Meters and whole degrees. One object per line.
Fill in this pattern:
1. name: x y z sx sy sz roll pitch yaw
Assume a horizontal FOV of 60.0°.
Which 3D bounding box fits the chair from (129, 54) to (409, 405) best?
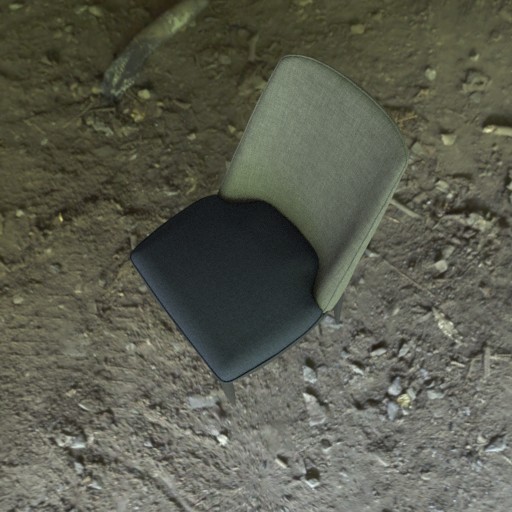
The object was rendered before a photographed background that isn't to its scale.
1. chair: 0.000 0.000 1.182 0.550 0.855 0.488 -35 69 -16
